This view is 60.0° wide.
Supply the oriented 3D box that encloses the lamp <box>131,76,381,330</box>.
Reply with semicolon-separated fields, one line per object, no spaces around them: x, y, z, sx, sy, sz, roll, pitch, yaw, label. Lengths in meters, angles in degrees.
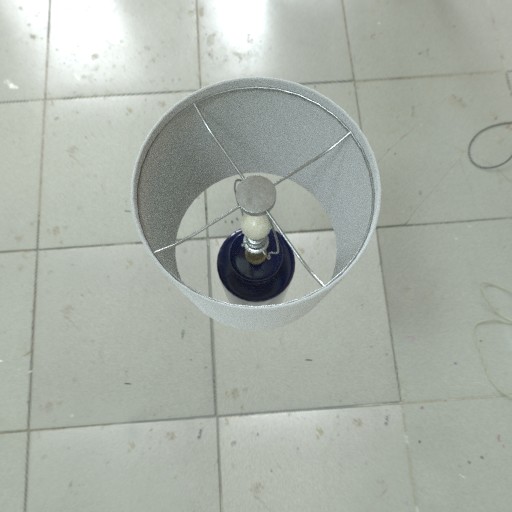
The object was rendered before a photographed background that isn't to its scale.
0.000;0.000;0.613;0.212;0.493;0.212;-33;78;-8;lamp
